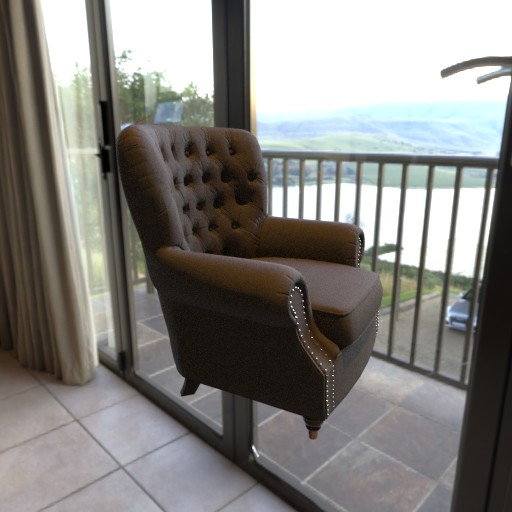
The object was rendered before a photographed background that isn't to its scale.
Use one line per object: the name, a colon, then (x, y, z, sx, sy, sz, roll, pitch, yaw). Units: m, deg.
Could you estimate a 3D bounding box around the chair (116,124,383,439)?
chair: (0.000, 0.000, 1.836, 0.983, 1.046, 0.983, 8, 17, 26)
